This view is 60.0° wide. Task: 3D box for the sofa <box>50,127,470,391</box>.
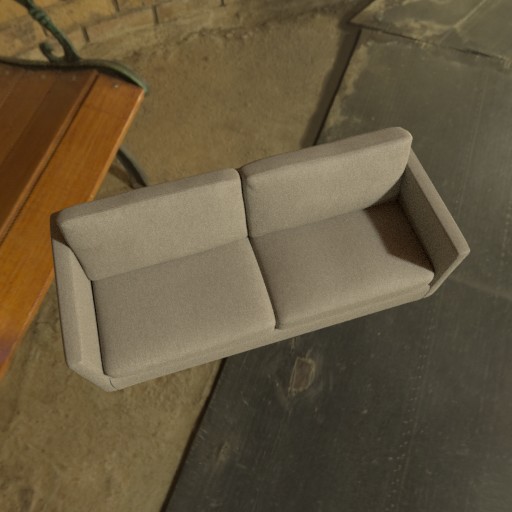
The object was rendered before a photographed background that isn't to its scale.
[{"bbox_3d":[0.000,0.000,2.700,2.208,0.963,0.956,-15,64,-8],"label":"sofa"}]
